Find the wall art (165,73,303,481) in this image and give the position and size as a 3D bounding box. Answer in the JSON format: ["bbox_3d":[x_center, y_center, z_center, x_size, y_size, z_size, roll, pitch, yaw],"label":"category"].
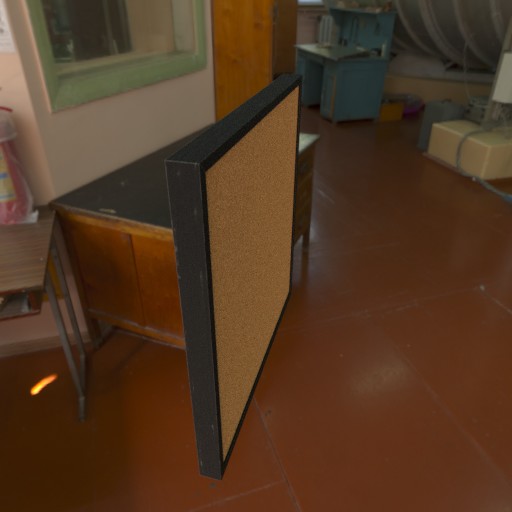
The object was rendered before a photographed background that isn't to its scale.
[{"bbox_3d":[0.000,0.000,0.758,0.036,0.506,0.506,9,32,14],"label":"wall art"}]
